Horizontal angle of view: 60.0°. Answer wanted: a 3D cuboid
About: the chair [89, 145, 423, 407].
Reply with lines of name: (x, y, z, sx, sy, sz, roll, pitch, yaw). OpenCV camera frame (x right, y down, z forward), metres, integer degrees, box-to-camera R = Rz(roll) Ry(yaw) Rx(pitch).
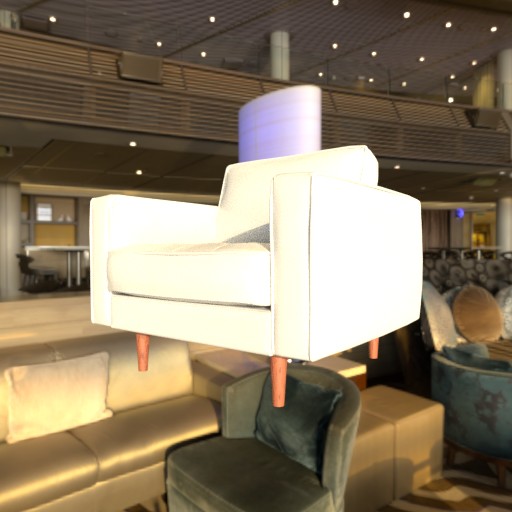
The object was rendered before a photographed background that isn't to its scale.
chair: (0.000, 0.000, 1.543, 0.928, 0.773, 0.843, 1, 1, 37)
